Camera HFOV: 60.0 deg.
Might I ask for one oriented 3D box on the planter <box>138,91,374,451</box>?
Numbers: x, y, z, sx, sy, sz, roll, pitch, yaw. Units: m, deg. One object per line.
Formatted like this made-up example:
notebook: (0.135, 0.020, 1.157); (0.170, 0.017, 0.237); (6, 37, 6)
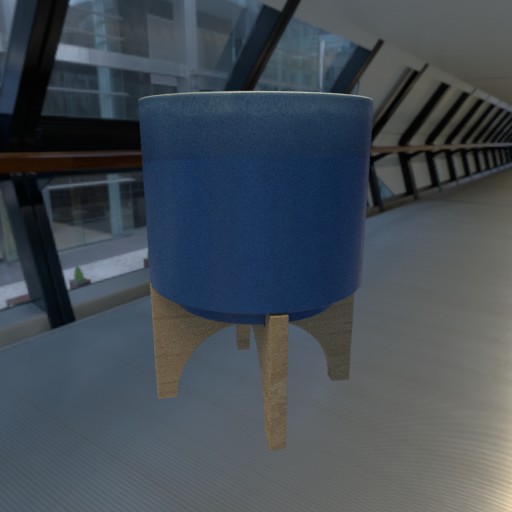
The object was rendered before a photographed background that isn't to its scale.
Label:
planter: (0.000, 0.000, 0.556); (0.261, 0.367, 0.261); (0, 15, 0)
